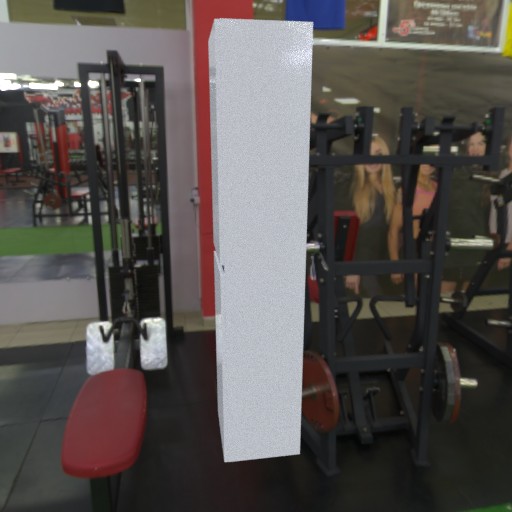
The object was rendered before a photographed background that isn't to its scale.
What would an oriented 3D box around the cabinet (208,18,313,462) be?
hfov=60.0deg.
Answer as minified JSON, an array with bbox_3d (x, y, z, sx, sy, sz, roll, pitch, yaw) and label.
[{"bbox_3d":[0.000,0.000,1.523,0.270,1.400,0.300,-2,16,-9],"label":"cabinet"}]
